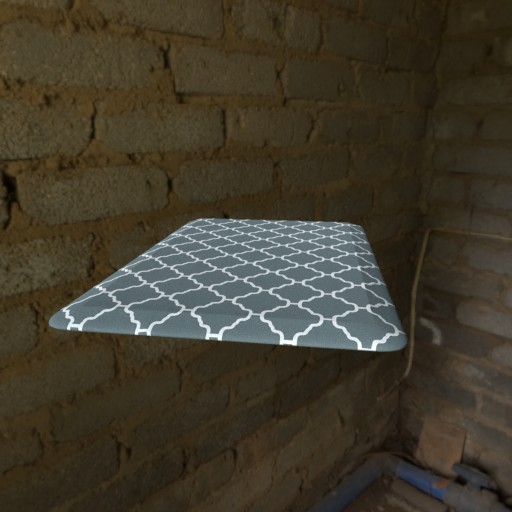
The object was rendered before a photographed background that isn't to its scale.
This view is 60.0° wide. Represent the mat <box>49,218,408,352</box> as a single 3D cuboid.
[{"bbox_3d":[0.000,0.000,0.947,0.508,0.021,0.762,2,16,8],"label":"mat"}]
